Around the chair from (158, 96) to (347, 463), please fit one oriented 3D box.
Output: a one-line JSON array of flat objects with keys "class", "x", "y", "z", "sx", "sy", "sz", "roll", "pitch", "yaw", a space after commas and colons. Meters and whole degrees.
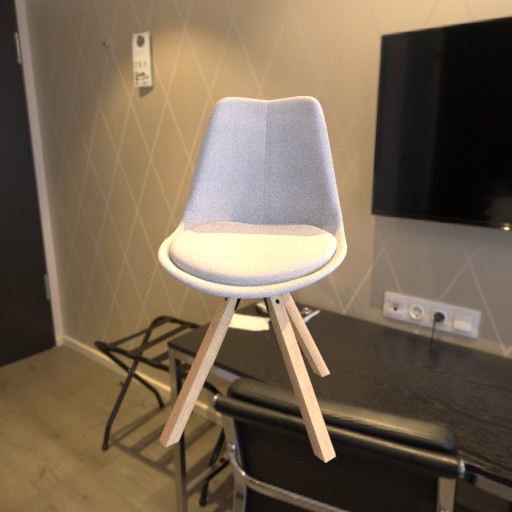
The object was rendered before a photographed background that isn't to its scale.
[{"class": "chair", "x": 0.000, "y": 0.000, "z": 1.200, "sx": 0.474, "sy": 0.863, "sz": 0.549, "roll": 2, "pitch": 15, "yaw": 8}]
